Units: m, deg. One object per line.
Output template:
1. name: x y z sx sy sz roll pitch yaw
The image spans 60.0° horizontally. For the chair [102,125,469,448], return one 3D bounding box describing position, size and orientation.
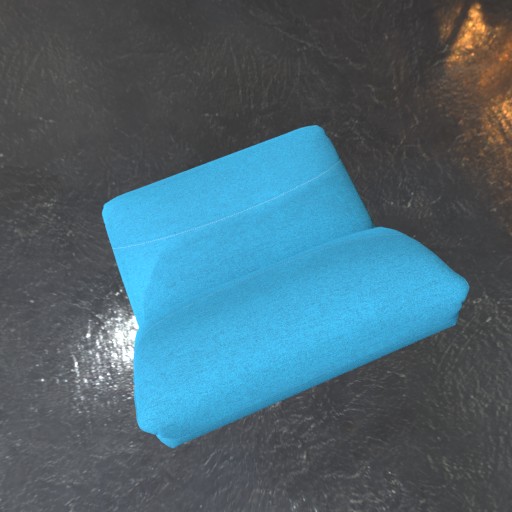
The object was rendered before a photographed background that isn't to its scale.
1. chair: 0.000 0.000 1.308 0.820 0.580 0.780 -22 76 -6
